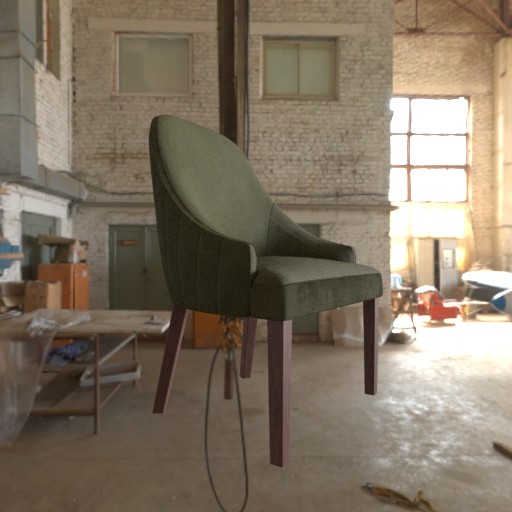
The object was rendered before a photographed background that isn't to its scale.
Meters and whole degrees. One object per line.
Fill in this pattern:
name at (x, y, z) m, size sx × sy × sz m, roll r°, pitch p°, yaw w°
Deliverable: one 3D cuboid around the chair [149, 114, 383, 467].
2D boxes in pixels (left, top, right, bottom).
chair at (0.000, 0.000, 1.332) m, size 0.575 × 0.889 × 0.643 m, roll 0°, pitch 0°, yaw 34°
